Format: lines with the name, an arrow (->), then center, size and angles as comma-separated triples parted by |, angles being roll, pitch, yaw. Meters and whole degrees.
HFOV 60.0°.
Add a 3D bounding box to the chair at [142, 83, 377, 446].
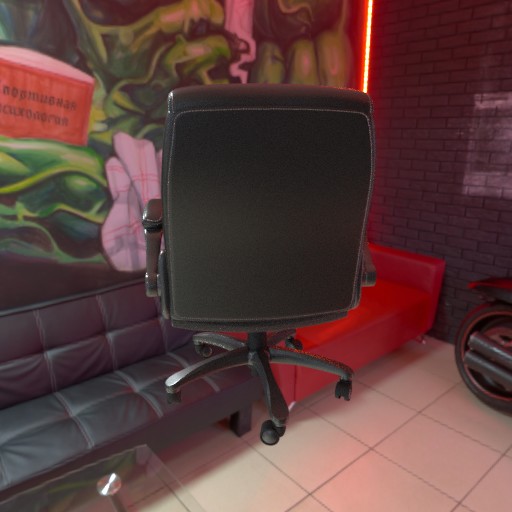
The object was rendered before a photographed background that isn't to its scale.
chair -> 0.000, 0.000, 1.602 | 0.782, 1.110, 0.724 | -2, 16, -8
